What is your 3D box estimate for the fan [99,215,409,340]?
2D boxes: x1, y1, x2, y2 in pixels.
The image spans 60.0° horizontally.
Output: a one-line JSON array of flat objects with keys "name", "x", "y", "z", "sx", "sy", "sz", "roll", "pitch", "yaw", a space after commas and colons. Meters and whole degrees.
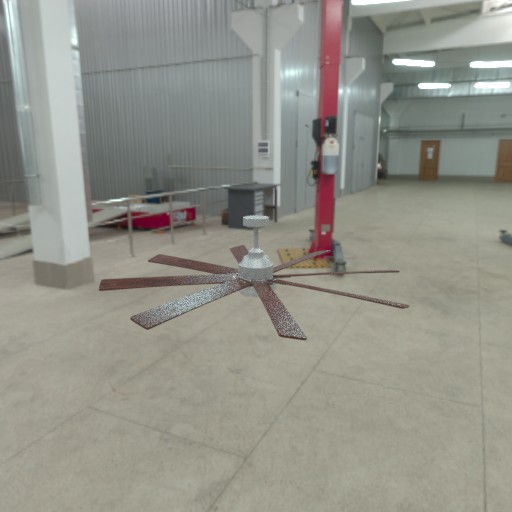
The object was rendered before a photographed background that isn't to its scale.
[{"name": "fan", "x": 0.000, "y": 0.000, "z": 2.681, "sx": 1.830, "sy": 0.472, "sz": 1.830, "roll": -2, "pitch": 13, "yaw": -9}]
